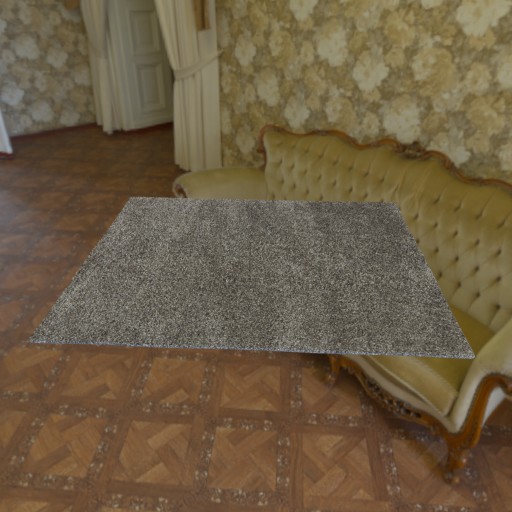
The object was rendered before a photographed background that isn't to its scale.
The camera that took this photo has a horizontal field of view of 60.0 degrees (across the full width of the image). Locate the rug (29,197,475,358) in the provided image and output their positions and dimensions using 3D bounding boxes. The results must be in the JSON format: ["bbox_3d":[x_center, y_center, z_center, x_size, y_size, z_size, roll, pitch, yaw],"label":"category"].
[{"bbox_3d":[0.000,0.000,3.986,3.000,0.025,2.401,2,32,3],"label":"rug"}]
